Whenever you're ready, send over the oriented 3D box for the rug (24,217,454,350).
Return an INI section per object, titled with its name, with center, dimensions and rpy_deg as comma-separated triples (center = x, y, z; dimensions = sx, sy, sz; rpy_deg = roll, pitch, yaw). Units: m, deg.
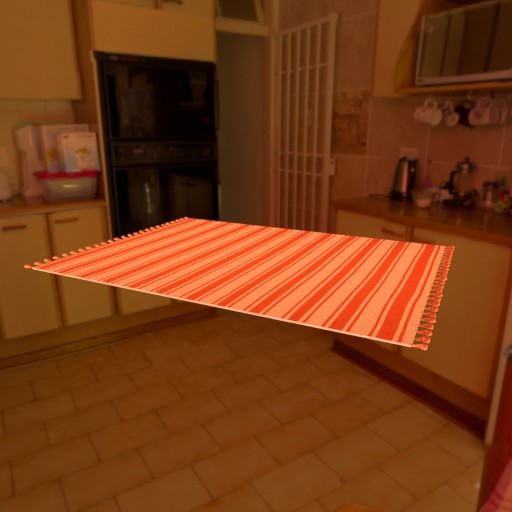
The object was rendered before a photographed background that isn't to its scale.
[rug]
center = 0.000, 0.000, 4.233
dimensions = 3.369, 0.035, 2.451
rpy_deg = 8, 18, 26
